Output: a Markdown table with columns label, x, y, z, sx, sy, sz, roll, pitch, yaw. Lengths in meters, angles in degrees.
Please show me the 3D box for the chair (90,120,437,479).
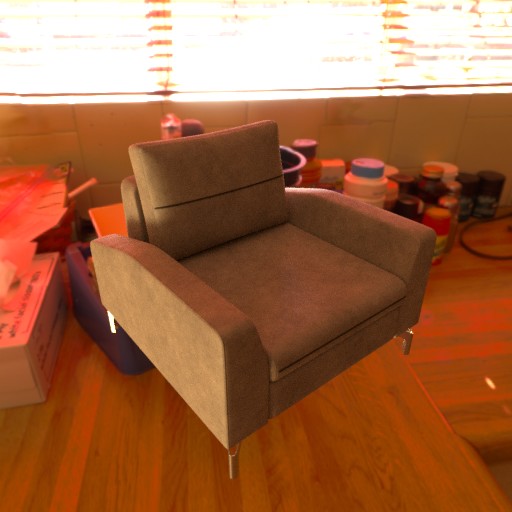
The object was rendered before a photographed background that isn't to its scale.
| label | x | y | z | sx | sy | sz | roll | pitch | yaw |
| --- | --- | --- | --- | --- | --- | --- | --- | --- | --- |
| chair | 0.000 | 0.000 | 1.605 | 0.900 | 0.800 | 0.900 | -21 | 36 | -33 |
